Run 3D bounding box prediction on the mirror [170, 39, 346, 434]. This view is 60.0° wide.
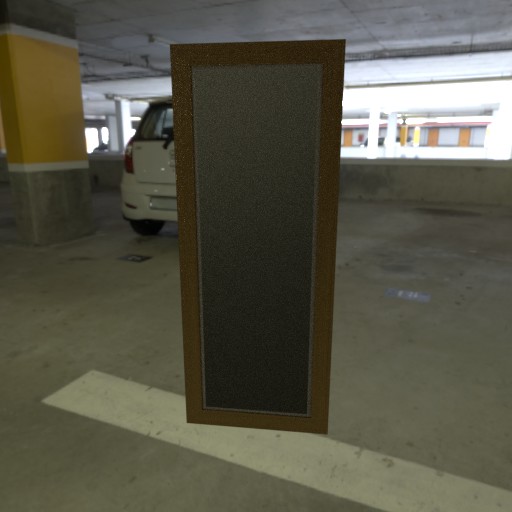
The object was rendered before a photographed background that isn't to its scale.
[{"bbox_3d":[0.000,0.000,2.292,0.812,2.031,0.025,2,15,7],"label":"mirror"}]
